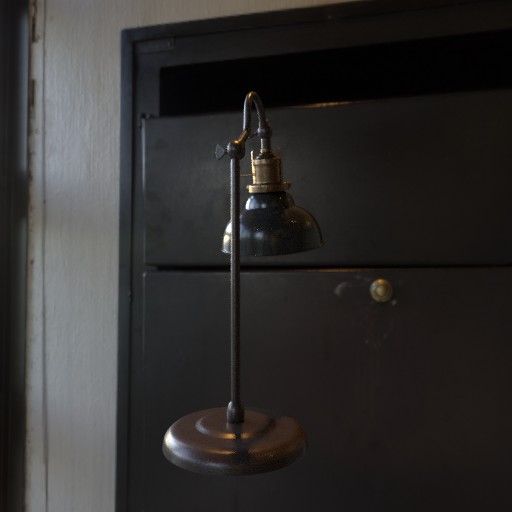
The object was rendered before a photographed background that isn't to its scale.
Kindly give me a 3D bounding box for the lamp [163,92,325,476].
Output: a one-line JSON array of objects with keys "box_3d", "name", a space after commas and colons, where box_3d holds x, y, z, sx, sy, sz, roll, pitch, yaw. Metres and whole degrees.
[{"box_3d": [0.000, 0.000, 0.689, 0.192, 0.508, 0.374, -1, -2, 17], "name": "lamp"}]
